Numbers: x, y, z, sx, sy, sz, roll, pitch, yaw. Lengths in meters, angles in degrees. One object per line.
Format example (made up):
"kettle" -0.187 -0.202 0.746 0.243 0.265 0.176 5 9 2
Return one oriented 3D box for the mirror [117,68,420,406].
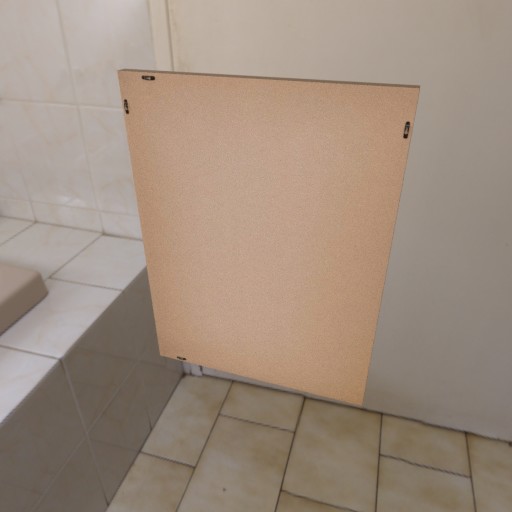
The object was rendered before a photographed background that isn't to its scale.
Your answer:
"mirror" 0.000 0.000 1.342 0.762 1.016 0.040 10 33 16
